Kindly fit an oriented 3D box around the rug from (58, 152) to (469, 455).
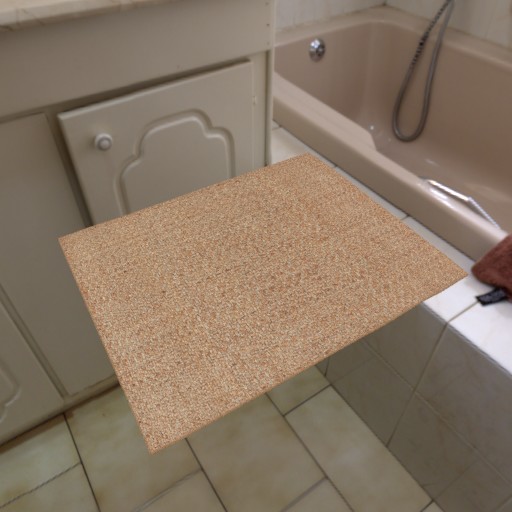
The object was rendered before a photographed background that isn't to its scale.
[{"bbox_3d":[0.000,0.000,4.128,3.048,0.013,2.439,-23,49,-22],"label":"rug"}]
